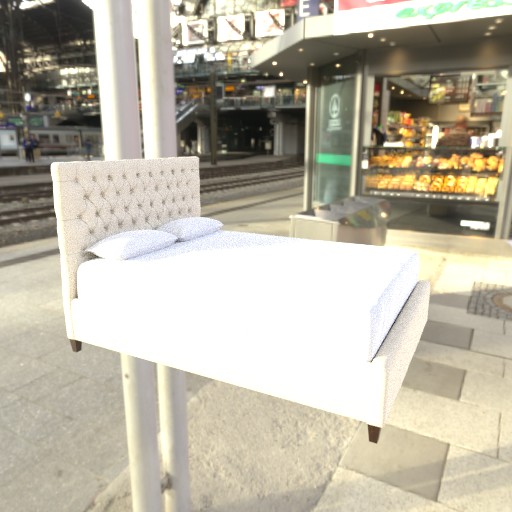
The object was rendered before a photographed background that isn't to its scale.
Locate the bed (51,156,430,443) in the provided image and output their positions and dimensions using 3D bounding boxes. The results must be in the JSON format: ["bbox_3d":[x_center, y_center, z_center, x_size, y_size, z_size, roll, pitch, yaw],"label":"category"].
[{"bbox_3d":[0.000,0.000,3.410,2.387,1.427,1.698,7,16,27],"label":"bed"}]
